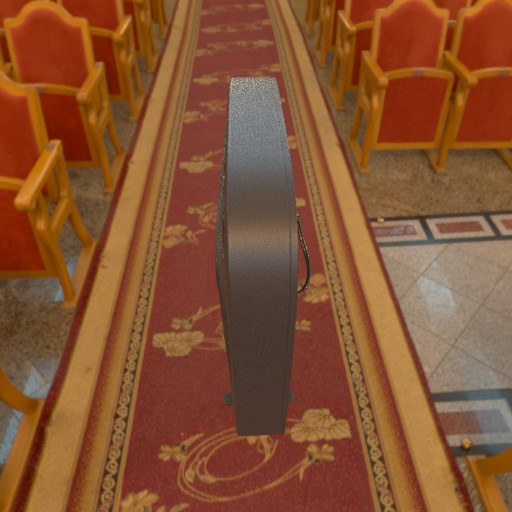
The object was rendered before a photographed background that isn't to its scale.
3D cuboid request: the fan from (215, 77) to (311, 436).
[{"bbox_3d":[0.000,0.000,0.806,0.142,0.533,0.526,-1,42,-1],"label":"fan"}]
